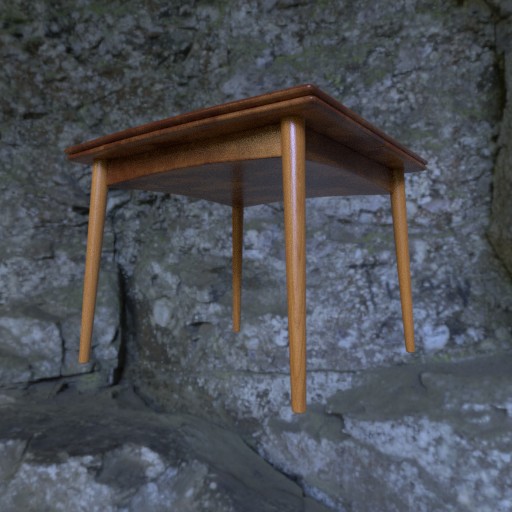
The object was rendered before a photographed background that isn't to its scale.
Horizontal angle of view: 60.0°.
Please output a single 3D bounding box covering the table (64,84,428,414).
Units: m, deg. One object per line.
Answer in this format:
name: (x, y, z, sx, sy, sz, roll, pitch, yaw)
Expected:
table: (0.000, 0.000, 1.644, 0.991, 0.754, 0.991, -1, -1, 36)
